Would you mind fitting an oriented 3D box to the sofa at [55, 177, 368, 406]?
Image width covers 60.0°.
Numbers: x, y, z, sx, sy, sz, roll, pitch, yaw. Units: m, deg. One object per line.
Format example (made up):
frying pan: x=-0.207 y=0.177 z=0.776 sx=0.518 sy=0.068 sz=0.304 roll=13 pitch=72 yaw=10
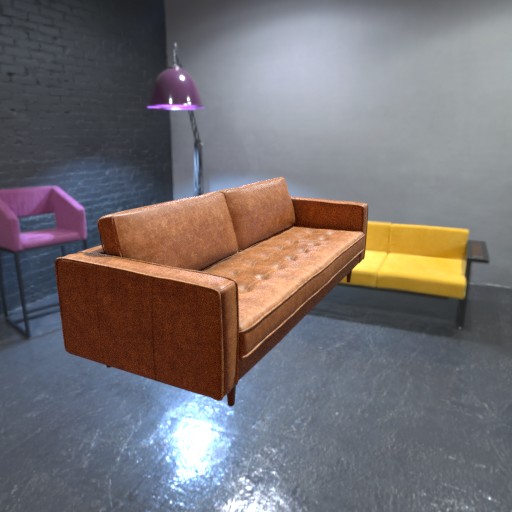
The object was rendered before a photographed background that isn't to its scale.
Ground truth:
sofa: x=0.000 y=0.000 z=2.703 sx=0.886 sy=0.779 sz=2.199 roll=8 pitch=18 yaw=26
